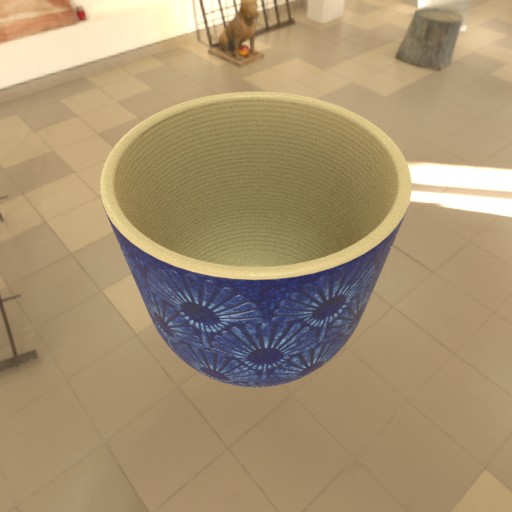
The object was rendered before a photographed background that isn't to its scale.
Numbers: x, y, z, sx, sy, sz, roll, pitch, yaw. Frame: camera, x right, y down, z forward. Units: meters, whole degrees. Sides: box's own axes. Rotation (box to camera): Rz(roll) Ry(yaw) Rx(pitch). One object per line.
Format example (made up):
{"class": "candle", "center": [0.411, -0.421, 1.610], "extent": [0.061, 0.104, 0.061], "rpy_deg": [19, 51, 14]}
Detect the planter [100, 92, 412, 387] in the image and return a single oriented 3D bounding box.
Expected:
{"class": "planter", "center": [0.000, 0.000, 0.301], "extent": [0.170, 0.153, 0.170], "rpy_deg": [0, 46, 0]}
